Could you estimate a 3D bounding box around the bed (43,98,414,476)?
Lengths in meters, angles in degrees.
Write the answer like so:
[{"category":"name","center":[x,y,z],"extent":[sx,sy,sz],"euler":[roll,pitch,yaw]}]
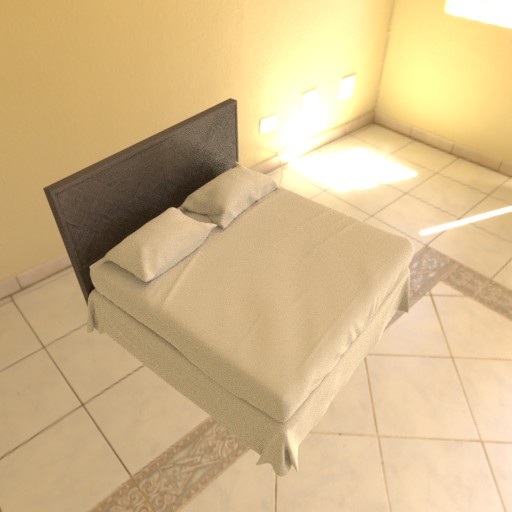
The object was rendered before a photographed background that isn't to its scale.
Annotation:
[{"category":"bed","center":[0.000,0.000,2.908],"extent":[1.785,1.142,1.772],"euler":[28,49,27]}]
